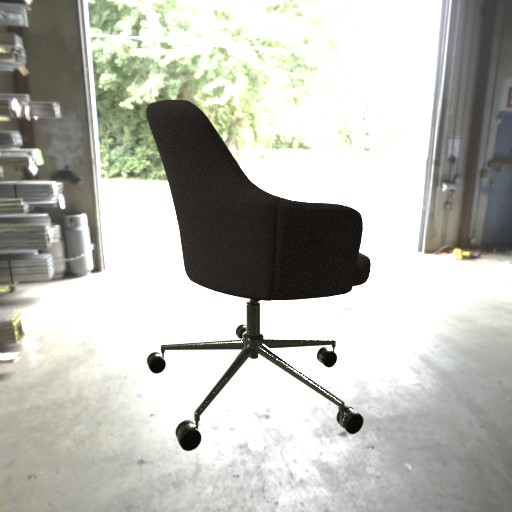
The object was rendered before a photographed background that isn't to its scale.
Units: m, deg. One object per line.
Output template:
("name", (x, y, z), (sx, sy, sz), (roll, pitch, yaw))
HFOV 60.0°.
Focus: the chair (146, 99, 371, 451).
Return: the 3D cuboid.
("chair", (0.000, 0.000, 1.270), (0.600, 0.820, 0.655), (-7, 16, -25))
